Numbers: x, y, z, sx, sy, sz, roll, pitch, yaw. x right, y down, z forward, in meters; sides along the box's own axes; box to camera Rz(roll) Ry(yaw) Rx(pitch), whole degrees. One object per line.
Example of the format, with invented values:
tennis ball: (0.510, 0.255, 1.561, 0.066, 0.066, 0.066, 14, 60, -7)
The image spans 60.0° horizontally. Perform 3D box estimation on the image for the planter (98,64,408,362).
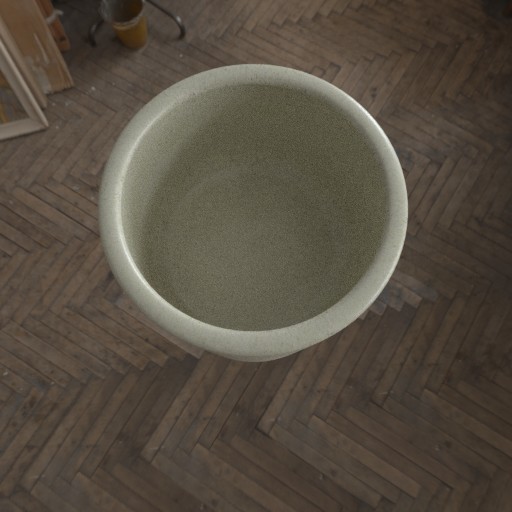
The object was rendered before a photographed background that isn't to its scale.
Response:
planter: (0.000, 0.000, 0.692, 0.333, 0.483, 0.324, 37, 79, 9)
